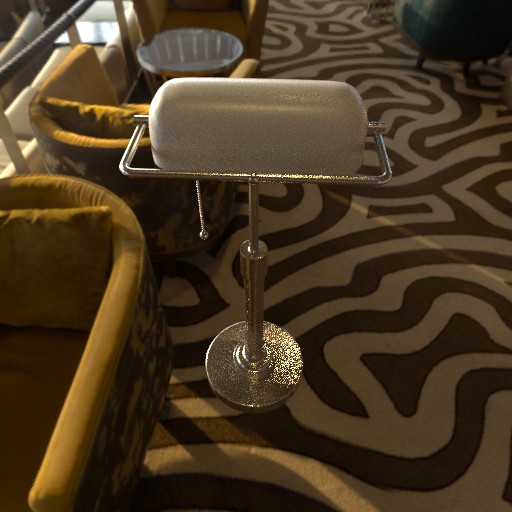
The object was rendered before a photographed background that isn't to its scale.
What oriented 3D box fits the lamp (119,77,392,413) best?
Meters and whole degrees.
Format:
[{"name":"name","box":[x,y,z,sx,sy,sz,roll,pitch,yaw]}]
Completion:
[{"name":"lamp","box":[0.000,0.000,0.553,0.269,0.404,0.227,2,46,2]}]
